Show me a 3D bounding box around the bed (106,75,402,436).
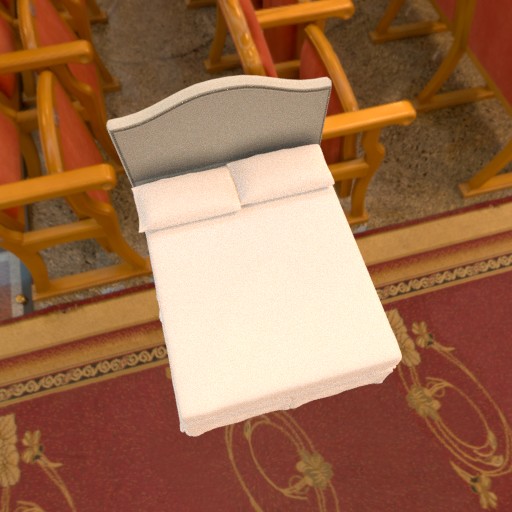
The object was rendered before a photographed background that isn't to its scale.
[{"bbox_3d":[0.000,0.000,3.453,1.813,1.607,2.180,-14,65,-6],"label":"bed"}]
